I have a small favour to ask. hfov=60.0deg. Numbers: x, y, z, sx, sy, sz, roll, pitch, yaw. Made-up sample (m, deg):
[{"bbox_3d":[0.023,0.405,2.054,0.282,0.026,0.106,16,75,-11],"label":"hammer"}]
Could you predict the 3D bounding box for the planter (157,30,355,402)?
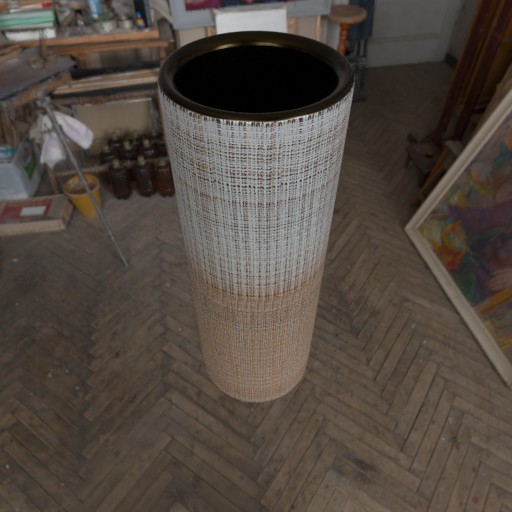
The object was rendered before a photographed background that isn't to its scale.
[{"bbox_3d":[0.000,0.000,0.323,0.099,0.278,0.099,32,55,27],"label":"planter"}]
